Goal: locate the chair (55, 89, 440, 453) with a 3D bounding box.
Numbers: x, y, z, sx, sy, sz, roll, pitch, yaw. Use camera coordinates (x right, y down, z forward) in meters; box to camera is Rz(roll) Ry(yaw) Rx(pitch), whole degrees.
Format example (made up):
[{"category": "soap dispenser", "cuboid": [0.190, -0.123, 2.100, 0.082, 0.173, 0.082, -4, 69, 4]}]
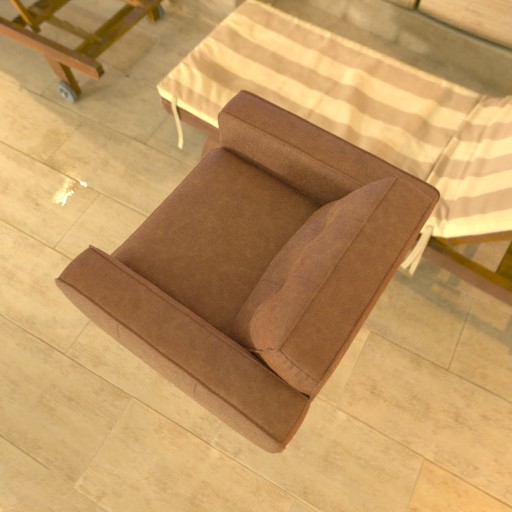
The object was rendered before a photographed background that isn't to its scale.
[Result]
[{"category": "chair", "cuboid": [0.000, 0.000, 1.728, 0.952, 0.782, 1.118, 32, 68, 15]}]
